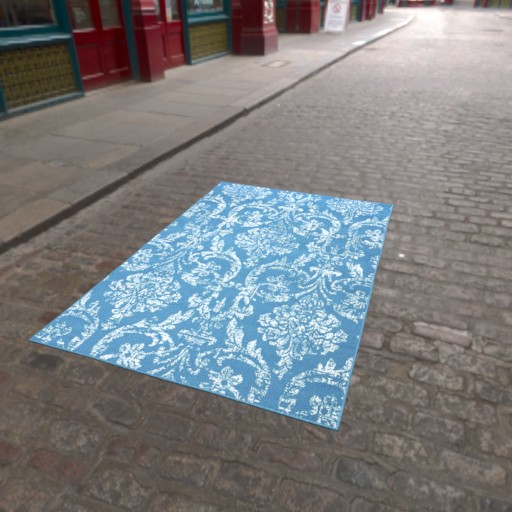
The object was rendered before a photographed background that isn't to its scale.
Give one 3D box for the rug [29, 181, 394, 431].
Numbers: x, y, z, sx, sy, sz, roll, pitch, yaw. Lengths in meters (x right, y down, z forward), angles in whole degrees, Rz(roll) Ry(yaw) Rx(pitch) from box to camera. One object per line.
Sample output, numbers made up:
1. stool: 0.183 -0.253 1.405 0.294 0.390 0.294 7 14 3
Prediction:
1. rug: 0.000 0.000 2.284 1.211 0.012 1.833 10 32 17
